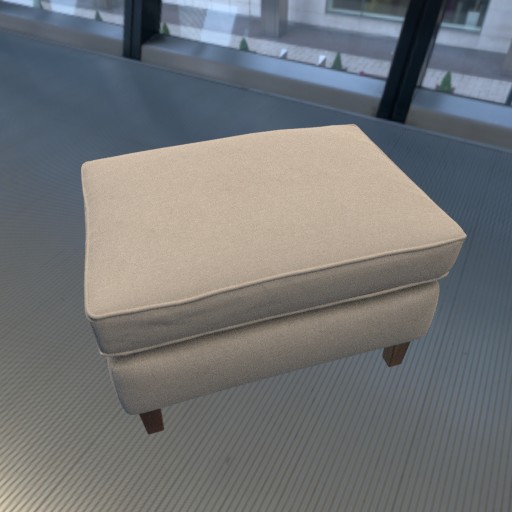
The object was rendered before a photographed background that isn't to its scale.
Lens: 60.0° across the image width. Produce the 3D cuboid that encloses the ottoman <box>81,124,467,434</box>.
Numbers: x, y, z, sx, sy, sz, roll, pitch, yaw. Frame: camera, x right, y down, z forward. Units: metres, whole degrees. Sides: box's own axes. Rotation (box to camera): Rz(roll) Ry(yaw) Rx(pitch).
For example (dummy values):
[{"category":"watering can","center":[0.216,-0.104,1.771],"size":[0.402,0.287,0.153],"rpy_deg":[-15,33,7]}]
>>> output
[{"category":"ottoman","center":[0.000,0.000,0.974],"size":[0.665,0.456,0.501],"rpy_deg":[-11,43,-12]}]
